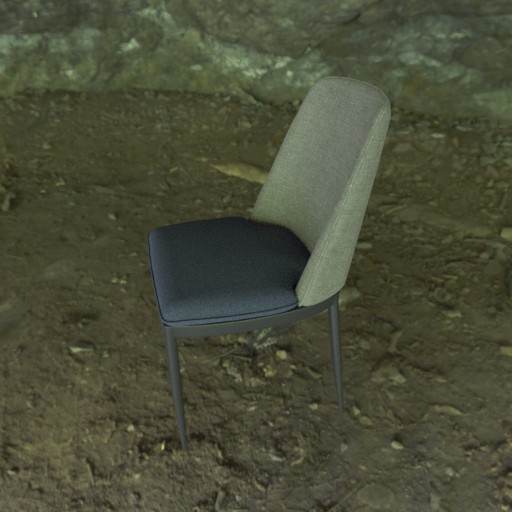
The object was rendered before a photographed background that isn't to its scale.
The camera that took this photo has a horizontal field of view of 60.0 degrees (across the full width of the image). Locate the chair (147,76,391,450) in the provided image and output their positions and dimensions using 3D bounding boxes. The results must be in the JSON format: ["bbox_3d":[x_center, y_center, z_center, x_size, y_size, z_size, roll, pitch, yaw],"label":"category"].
[{"bbox_3d":[0.000,0.000,1.179,0.550,0.855,0.488,-8,30,-14],"label":"chair"}]
